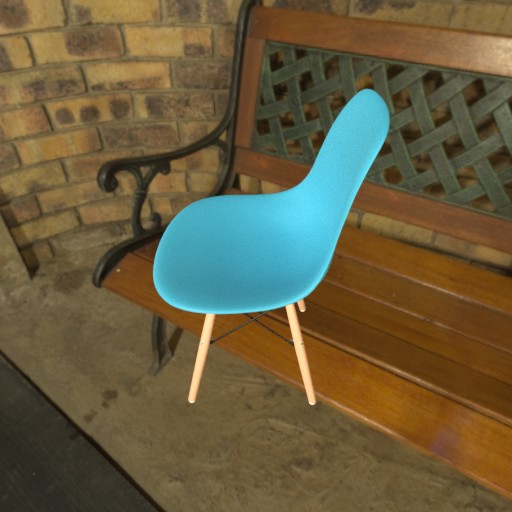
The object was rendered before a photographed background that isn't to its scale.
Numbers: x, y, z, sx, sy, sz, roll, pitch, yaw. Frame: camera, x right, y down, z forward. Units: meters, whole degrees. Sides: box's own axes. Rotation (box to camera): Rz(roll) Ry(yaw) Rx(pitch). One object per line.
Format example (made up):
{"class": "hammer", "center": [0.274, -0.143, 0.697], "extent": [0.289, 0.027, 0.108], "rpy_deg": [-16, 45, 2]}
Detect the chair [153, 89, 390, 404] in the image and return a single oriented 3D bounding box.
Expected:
{"class": "chair", "center": [0.000, 0.000, 1.176], "extent": [0.531, 0.826, 0.470], "rpy_deg": [0, 41, 0]}
